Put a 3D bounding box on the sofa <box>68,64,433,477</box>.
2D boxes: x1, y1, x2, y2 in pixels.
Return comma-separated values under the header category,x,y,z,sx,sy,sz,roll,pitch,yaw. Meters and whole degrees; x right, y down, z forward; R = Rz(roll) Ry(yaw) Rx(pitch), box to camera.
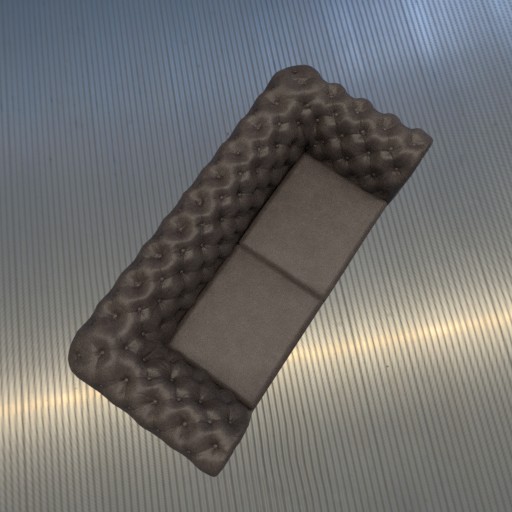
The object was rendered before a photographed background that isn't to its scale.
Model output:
category,x,y,z,sx,sy,sz,roll,pitch,yaw
sofa,0.000,0.000,2.514,0.944,0.779,2.048,33,78,8
